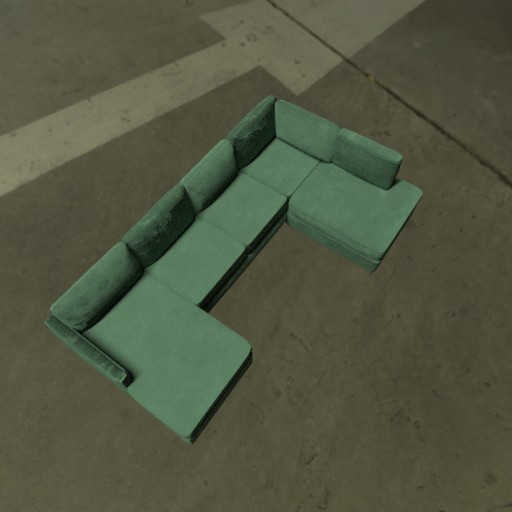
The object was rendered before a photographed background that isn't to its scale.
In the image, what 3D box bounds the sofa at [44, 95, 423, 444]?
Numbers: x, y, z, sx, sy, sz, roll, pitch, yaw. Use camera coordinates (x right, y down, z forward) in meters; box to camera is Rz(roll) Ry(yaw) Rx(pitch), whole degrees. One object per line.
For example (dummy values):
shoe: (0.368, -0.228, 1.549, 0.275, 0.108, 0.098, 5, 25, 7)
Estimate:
sofa: (0.000, 0.000, 4.387, 2.055, 0.992, 3.434, 31, 64, 17)
